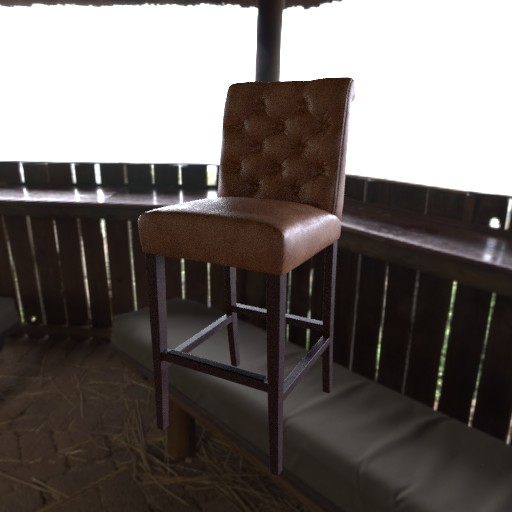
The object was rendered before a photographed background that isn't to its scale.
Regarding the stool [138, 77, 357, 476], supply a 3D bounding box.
[{"bbox_3d":[0.000,0.000,1.480,0.493,1.140,0.601,9,18,27],"label":"stool"}]
